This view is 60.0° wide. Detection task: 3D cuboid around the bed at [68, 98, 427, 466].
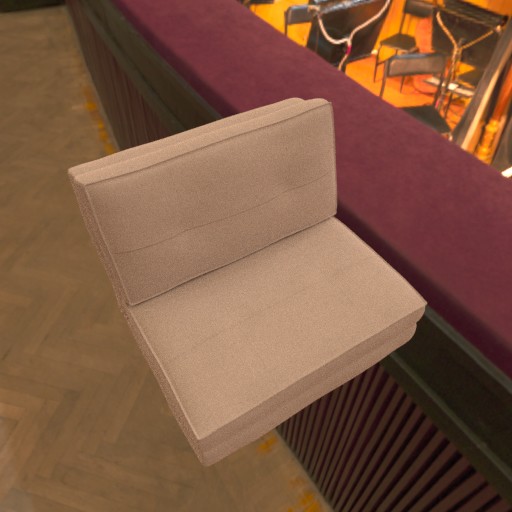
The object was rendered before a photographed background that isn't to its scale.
[{"bbox_3d":[0.000,0.000,1.326,0.799,0.614,0.749,-25,51,-21],"label":"bed"}]
